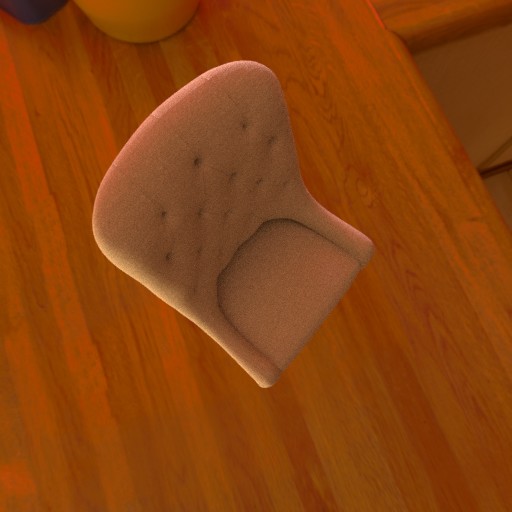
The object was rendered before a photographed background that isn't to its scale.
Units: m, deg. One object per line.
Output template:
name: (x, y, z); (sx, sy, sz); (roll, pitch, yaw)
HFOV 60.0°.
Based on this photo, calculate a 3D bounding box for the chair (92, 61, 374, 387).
chair: (0.000, 0.000, 1.477); (0.629, 1.091, 0.634); (38, 78, 9)
